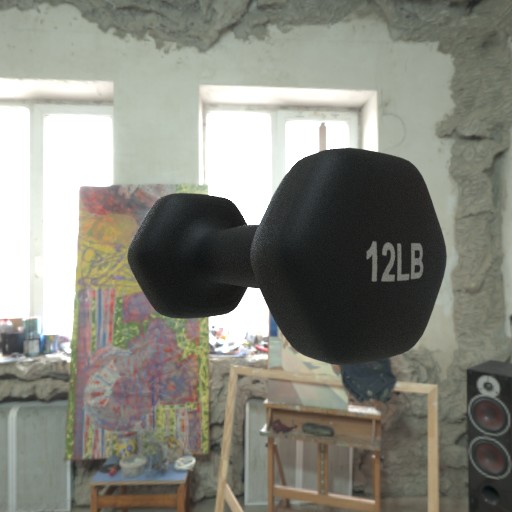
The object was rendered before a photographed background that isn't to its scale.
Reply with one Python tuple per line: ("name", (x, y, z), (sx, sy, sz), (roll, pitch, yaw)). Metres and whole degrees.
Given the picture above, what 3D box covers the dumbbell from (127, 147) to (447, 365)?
("dumbbell", (0.000, 0.000, 0.294), (0.112, 0.101, 0.231), (0, 0, -33))
